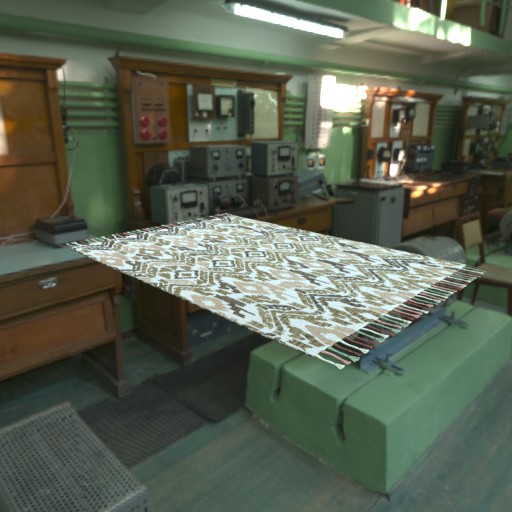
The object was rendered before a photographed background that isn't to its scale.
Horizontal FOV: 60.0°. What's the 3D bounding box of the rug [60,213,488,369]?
[{"bbox_3d":[0.000,0.000,2.222,1.829,0.008,1.219,16,23,42],"label":"rug"}]
